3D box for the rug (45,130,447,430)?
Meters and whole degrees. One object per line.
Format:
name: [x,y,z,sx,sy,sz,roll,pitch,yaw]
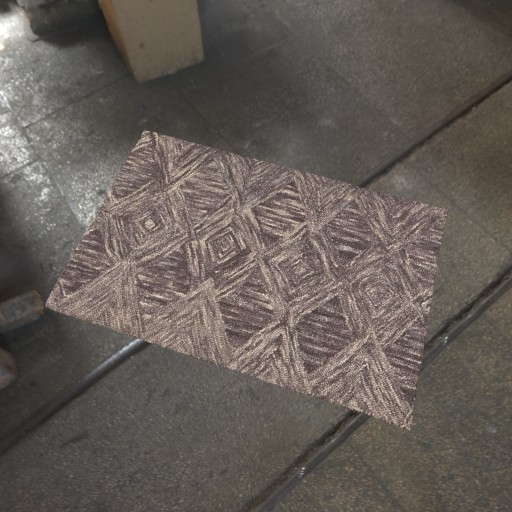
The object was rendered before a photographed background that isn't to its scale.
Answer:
rug: [0.000,0.000,2.300,1.814,0.012,1.186,16,65,8]
